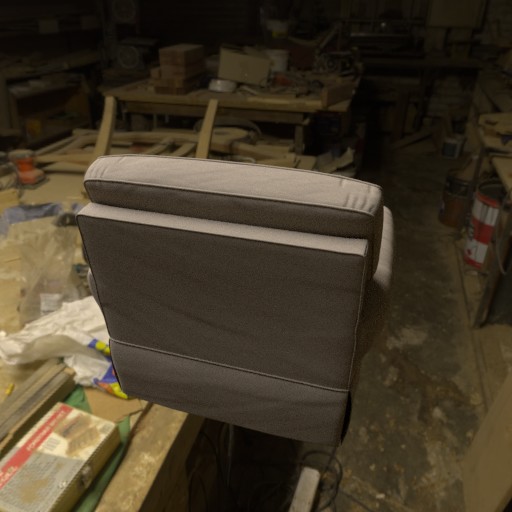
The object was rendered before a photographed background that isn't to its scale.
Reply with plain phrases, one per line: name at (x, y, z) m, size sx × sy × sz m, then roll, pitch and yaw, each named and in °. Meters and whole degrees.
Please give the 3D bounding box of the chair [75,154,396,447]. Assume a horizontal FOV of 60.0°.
chair at (0.000, 0.000, 1.890) m, size 1.135 × 1.017 × 0.988 m, roll 9°, pitch 32°, yaw 14°
